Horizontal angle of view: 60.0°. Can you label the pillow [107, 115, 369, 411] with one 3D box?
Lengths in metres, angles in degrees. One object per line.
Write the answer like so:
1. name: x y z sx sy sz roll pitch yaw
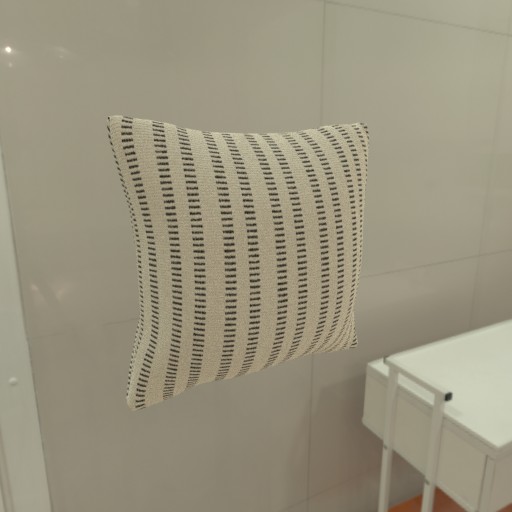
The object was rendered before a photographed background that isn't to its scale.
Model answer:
1. pillow: 0.000 0.000 0.709 0.438 0.419 0.247 -8 16 -28
